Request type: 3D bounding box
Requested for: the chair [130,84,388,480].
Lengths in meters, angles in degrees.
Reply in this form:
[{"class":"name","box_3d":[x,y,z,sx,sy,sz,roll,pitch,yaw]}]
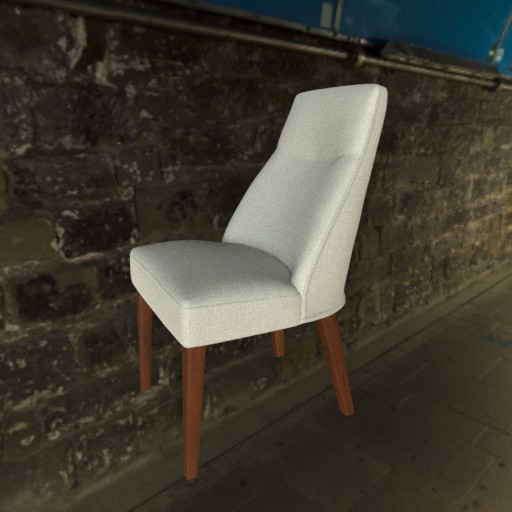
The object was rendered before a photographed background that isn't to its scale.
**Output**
[{"class":"chair","box_3d":[0.000,0.000,1.269,0.620,0.930,0.500,-9,18,-27]}]
